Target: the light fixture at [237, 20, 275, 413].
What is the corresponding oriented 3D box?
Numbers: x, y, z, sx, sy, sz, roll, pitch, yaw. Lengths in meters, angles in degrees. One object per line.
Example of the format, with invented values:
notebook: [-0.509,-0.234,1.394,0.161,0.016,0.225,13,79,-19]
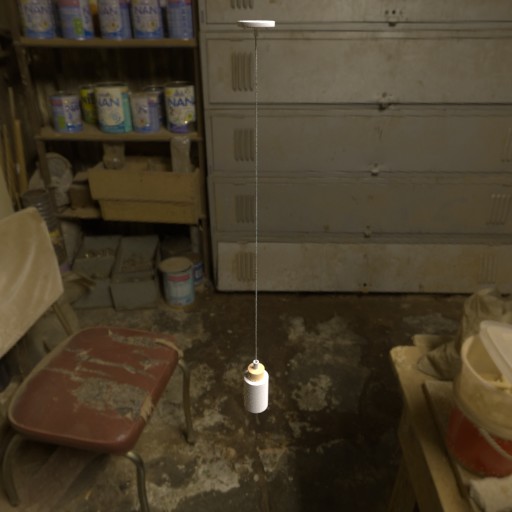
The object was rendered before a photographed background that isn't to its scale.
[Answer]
light fixture: [0.000,0.000,1.920,0.125,1.798,0.125,2,29,3]
